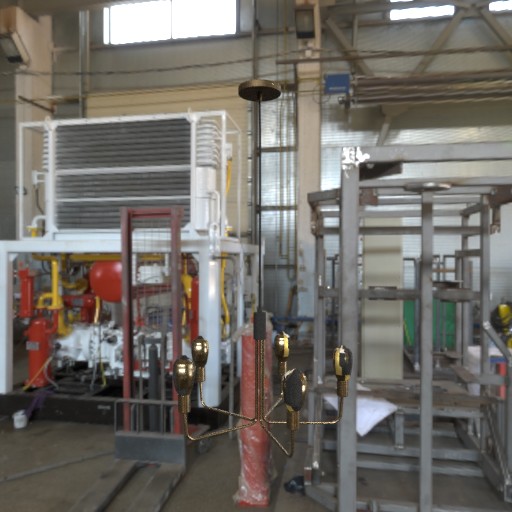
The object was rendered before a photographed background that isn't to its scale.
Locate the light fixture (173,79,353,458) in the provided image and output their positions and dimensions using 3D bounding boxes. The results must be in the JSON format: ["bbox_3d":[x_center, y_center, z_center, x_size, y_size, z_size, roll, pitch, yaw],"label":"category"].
[{"bbox_3d":[0.000,0.000,1.367,0.532,1.059,0.588,0,0,-35],"label":"light fixture"}]
